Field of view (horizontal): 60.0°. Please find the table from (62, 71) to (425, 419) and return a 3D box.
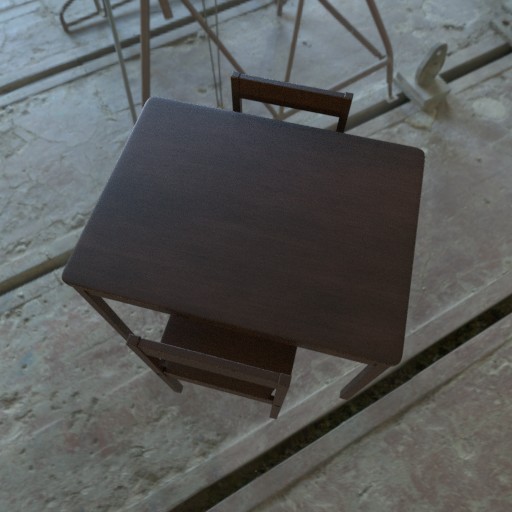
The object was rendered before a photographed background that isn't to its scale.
[{"bbox_3d":[0.000,0.000,1.104,0.650,0.503,0.672,13,65,6],"label":"table"}]
